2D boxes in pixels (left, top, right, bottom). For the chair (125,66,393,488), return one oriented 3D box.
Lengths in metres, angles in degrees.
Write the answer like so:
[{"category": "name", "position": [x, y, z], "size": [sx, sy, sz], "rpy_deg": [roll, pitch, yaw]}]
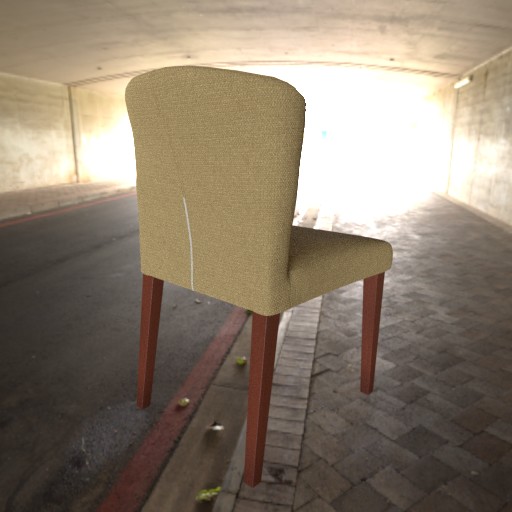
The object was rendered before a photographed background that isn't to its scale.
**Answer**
[{"category": "chair", "position": [0.000, 0.000, 1.144], "size": [0.491, 0.839, 0.589], "rpy_deg": [13, 19, 42]}]
